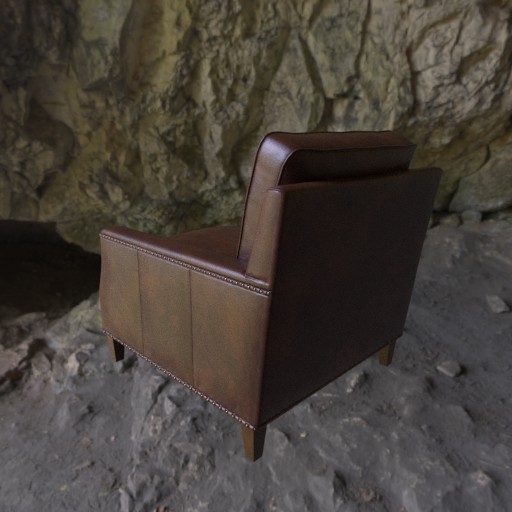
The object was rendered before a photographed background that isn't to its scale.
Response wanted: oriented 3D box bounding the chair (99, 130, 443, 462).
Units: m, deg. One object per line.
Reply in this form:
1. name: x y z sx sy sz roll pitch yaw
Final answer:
1. chair: 0.000 0.000 1.698 0.853 0.929 1.014 -15 22 -43
